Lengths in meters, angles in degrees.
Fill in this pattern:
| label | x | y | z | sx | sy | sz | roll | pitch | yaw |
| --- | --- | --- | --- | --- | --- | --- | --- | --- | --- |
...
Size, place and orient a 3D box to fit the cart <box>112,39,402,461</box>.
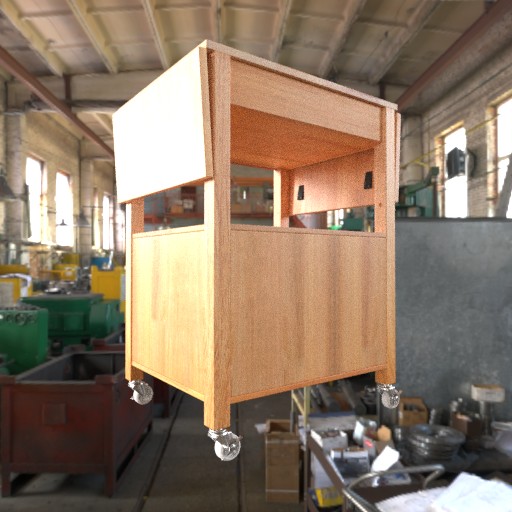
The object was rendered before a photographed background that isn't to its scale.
| label | x | y | z | sx | sy | sz | roll | pitch | yaw |
| --- | --- | --- | --- | --- | --- | --- | --- | --- | --- |
| cart | 0.000 | 0.000 | 1.237 | 0.640 | 0.838 | 0.508 | 1 | -1 | -37 |
